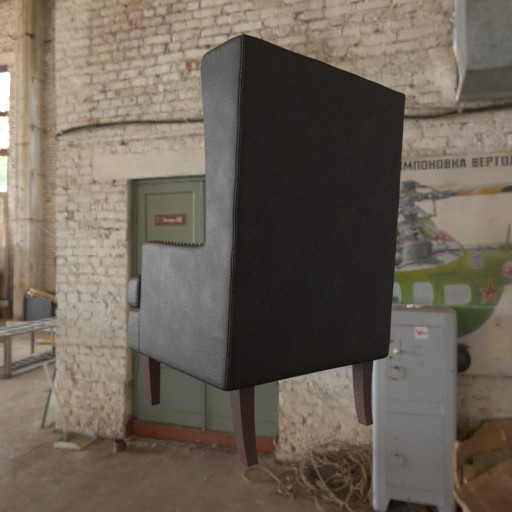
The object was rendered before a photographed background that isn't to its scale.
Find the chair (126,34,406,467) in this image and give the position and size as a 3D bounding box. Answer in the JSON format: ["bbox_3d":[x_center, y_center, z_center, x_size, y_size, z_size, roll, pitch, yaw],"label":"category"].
[{"bbox_3d":[0.000,0.000,1.607,0.703,1.142,0.799,0,-1,-37],"label":"chair"}]
